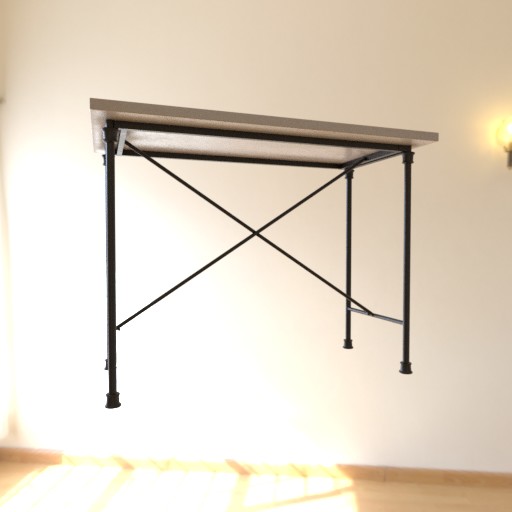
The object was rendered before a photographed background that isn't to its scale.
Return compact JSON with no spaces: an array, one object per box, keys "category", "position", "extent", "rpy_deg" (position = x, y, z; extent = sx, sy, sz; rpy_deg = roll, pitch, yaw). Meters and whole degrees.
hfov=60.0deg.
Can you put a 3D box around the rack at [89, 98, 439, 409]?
[{"category":"rack","position":[0.000,0.000,1.681],"extent":[1.159,0.880,0.613],"rpy_deg":[-1,2,-19]}]
